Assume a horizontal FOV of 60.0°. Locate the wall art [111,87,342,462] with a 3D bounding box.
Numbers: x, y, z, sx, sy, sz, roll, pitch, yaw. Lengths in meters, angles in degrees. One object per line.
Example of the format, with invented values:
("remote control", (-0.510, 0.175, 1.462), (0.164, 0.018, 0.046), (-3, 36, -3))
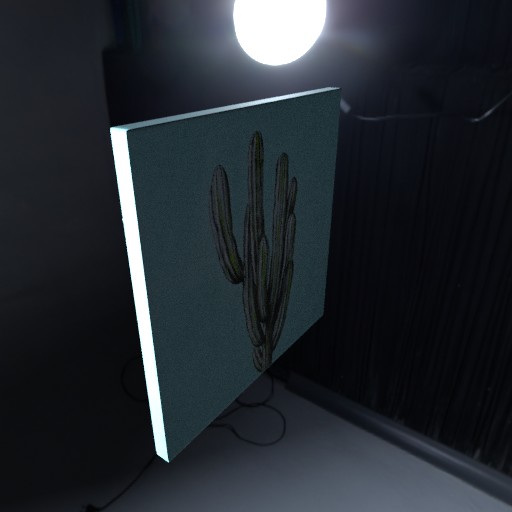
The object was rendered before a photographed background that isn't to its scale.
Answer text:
("wall art", (0.000, 0.000, 1.623), (0.070, 1.073, 1.071), (18, 32, 31))
